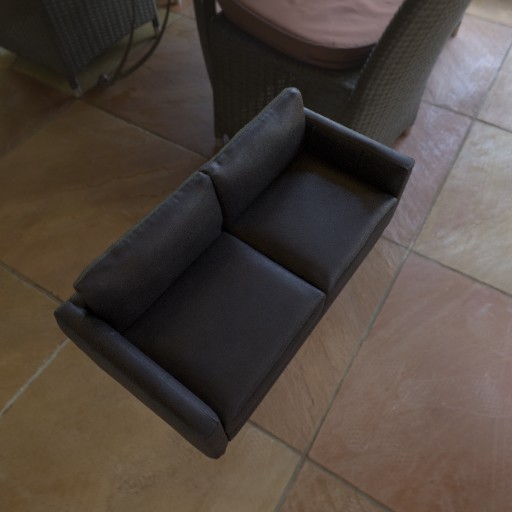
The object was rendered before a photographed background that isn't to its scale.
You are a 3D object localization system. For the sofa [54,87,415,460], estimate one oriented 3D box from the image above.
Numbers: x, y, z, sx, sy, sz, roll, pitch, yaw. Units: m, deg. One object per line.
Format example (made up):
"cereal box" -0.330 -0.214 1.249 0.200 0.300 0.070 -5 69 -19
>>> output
"sofa" 0.000 0.000 2.323 0.947 0.883 1.805 30 62 18
